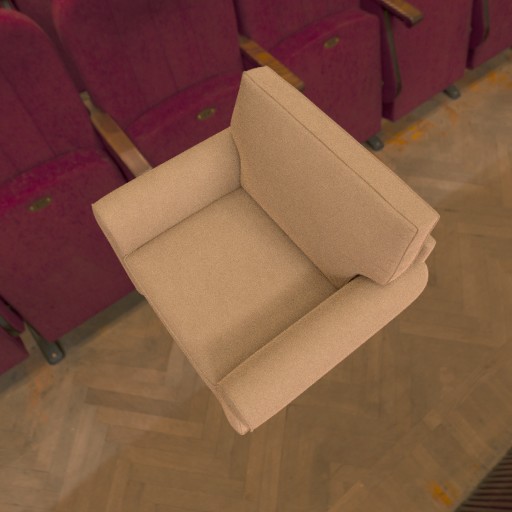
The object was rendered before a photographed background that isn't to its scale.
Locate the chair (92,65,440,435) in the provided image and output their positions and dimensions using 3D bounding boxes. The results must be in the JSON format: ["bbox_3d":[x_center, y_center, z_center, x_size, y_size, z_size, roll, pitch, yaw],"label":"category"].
[{"bbox_3d":[0.000,0.000,1.743,0.863,0.955,1.040,-34,66,-17],"label":"chair"}]
